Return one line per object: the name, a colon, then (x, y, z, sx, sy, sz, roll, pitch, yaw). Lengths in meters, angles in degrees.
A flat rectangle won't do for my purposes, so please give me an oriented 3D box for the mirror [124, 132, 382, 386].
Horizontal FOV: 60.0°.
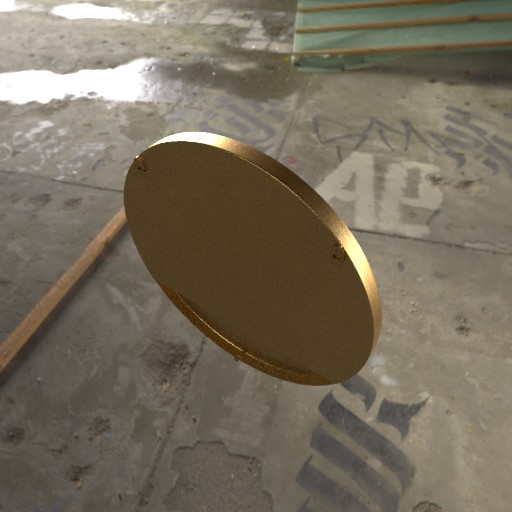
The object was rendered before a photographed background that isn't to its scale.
mirror: (0.000, 0.000, 0.718, 0.457, 0.457, 0.133, 26, 51, 23)
